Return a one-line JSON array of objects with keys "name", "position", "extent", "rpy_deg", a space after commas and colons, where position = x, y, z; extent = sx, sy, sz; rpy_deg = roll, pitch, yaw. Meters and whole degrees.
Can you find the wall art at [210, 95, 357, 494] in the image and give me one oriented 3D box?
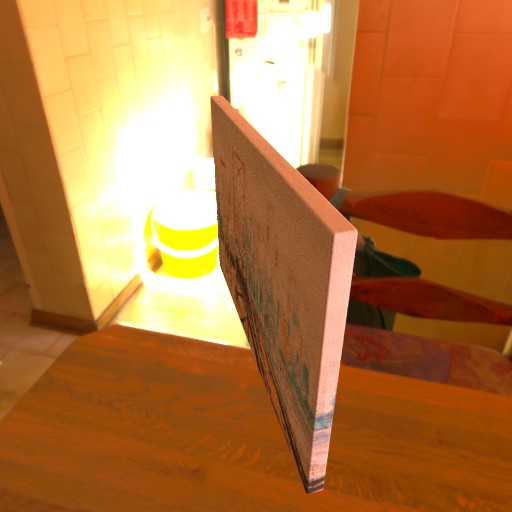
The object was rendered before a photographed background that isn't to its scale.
[{"name": "wall art", "position": [0.000, 0.000, 1.132], "extent": [0.038, 0.609, 0.913], "rpy_deg": [-8, 32, -13]}]
